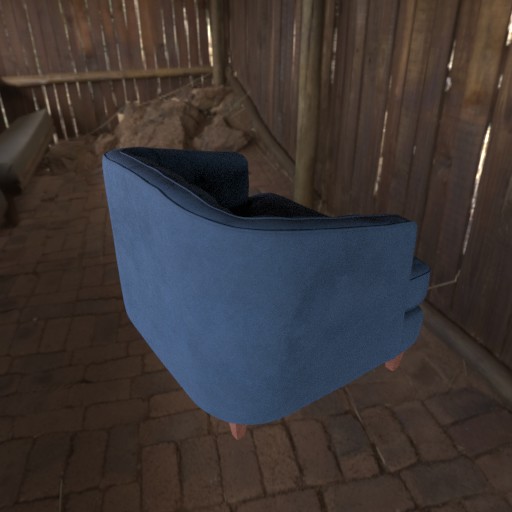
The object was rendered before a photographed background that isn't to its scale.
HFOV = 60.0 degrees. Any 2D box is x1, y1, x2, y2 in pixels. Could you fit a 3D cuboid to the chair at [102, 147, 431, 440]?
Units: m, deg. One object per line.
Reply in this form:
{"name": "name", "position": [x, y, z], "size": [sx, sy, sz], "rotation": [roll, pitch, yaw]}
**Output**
{"name": "chair", "position": [0.000, 0.000, 1.796], "size": [0.940, 0.852, 1.094], "rotation": [-18, 33, -31]}
